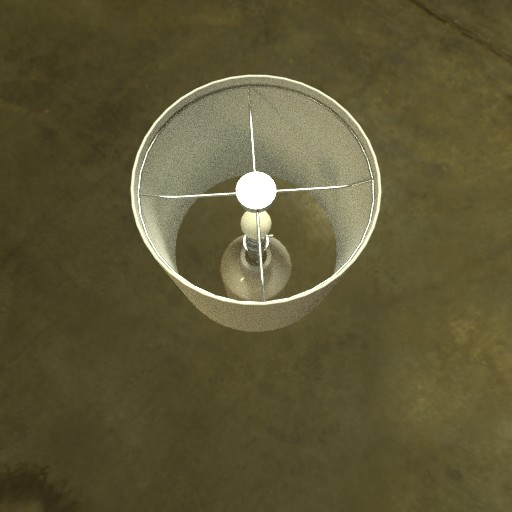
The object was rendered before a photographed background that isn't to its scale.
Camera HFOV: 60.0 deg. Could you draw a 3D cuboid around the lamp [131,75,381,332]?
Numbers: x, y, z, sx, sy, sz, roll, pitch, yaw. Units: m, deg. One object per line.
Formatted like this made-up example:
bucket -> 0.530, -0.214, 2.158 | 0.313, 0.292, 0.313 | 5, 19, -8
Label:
lamp -> 0.000, 0.000, 0.587 | 0.207, 0.461, 0.207 | -4, 75, -1
